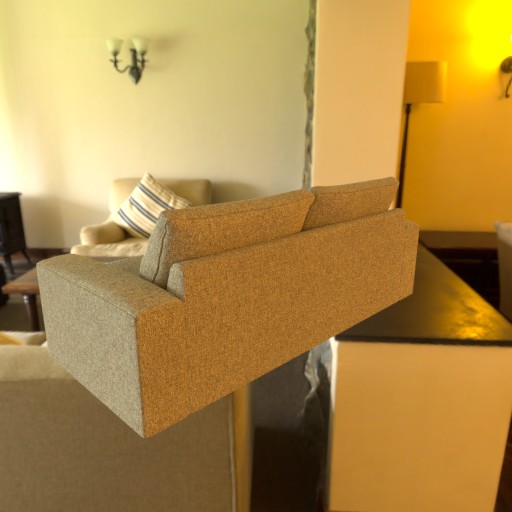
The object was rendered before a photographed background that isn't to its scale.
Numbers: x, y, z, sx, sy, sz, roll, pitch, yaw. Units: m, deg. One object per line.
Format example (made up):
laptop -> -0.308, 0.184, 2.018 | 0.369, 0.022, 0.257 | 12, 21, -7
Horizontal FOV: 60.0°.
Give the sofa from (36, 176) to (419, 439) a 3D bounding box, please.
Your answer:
sofa -> 0.000, 0.000, 2.772 | 1.040, 0.922, 2.299 | 15, 22, 43
